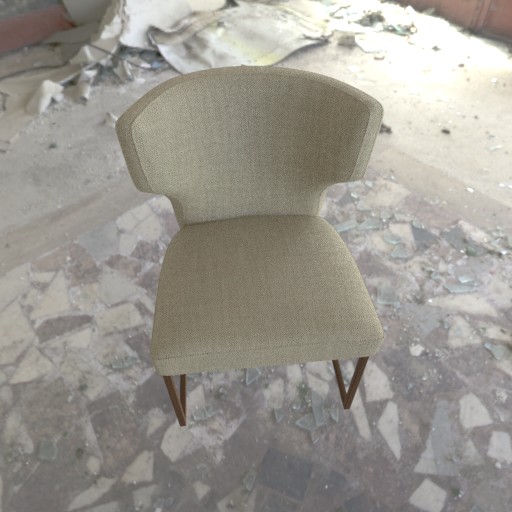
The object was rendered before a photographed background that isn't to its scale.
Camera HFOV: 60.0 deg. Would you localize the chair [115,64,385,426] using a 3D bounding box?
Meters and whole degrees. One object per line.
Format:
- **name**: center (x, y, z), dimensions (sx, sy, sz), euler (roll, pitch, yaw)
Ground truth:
- **chair**: center (0.000, 0.000, 1.231), dimensions (0.611, 0.824, 0.617), euler (-4, 48, -4)
